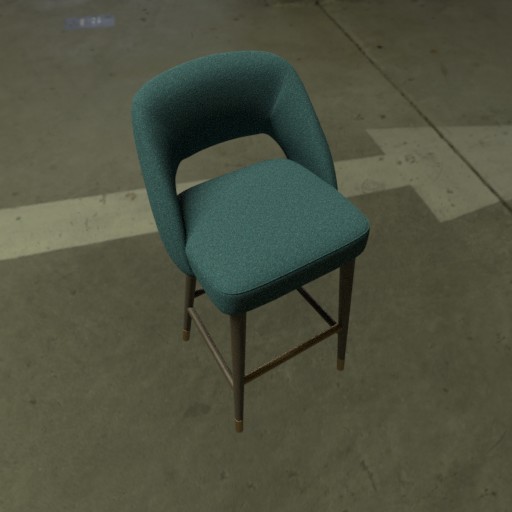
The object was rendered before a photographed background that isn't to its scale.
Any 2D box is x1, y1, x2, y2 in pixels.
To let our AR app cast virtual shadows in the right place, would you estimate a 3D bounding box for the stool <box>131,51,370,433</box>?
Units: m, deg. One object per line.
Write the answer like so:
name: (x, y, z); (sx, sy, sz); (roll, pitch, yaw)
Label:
stool: (0.000, 0.000, 1.352); (0.536, 1.032, 0.522); (-24, 52, -21)
